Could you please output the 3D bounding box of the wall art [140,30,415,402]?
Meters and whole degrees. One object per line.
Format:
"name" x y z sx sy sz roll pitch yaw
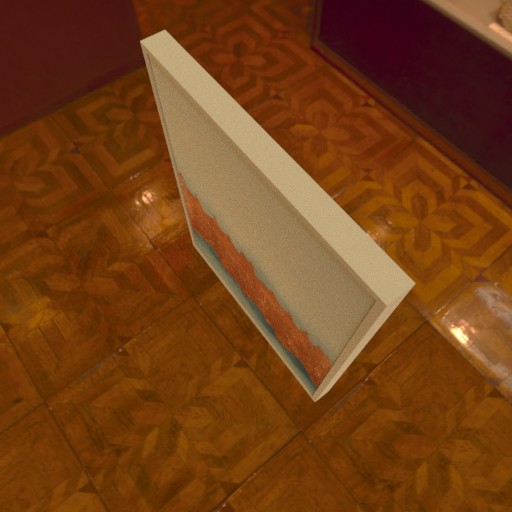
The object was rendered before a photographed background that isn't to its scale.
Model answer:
"wall art" 0.000 0.000 0.740 0.039 0.553 0.451 -34 68 -16
